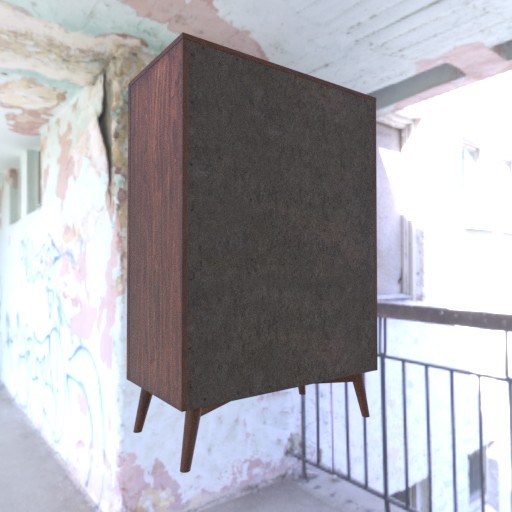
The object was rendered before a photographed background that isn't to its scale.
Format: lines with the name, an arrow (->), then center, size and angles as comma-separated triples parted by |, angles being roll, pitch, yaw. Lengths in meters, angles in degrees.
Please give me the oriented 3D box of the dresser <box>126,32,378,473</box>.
dresser -> 0.000, 0.000, 1.827 | 0.919, 1.365, 0.498 | 1, -1, -36
